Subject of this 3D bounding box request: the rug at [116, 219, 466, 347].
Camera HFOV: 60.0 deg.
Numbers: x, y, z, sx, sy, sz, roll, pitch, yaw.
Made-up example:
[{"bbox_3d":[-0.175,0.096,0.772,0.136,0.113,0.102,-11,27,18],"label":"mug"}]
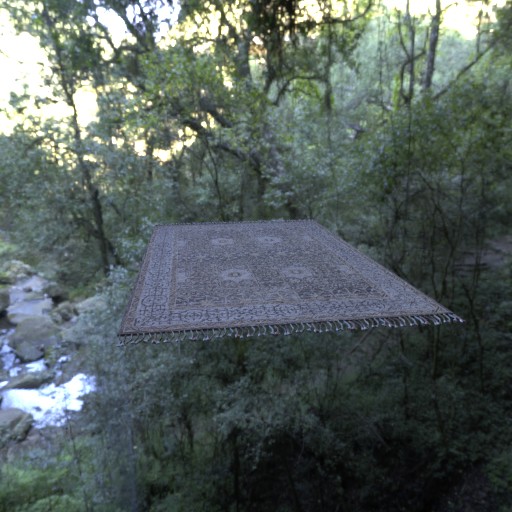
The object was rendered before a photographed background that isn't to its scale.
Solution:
[{"bbox_3d":[0.000,0.000,2.472,1.237,0.010,2.029,-2,16,-8],"label":"rug"}]
